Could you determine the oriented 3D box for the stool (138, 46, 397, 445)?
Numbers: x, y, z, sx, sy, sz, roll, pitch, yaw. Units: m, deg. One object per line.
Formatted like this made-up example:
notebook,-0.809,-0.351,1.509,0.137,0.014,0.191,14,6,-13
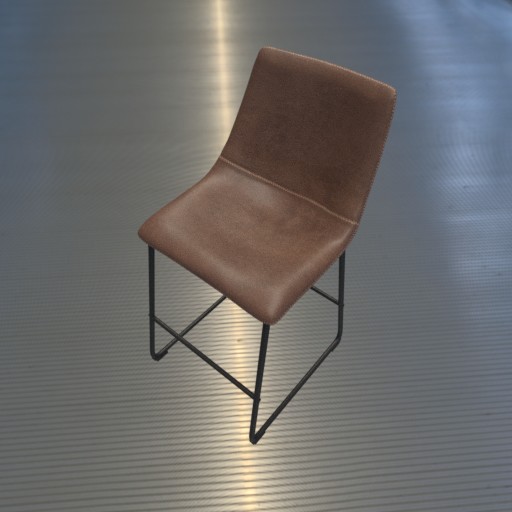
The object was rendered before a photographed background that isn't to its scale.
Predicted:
stool,0.000,0.000,1.218,0.460,0.890,0.550,31,53,27
